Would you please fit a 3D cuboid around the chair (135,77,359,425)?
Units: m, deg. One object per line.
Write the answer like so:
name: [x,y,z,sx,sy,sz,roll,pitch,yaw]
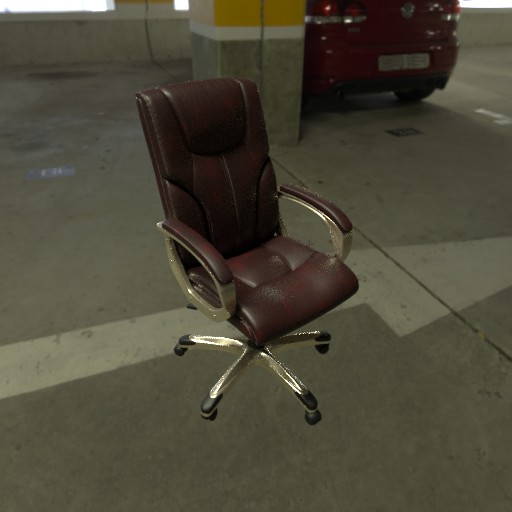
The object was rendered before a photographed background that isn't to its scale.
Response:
chair: [0.000,0.000,1.598,0.662,1.107,0.739,-22,37,-32]
